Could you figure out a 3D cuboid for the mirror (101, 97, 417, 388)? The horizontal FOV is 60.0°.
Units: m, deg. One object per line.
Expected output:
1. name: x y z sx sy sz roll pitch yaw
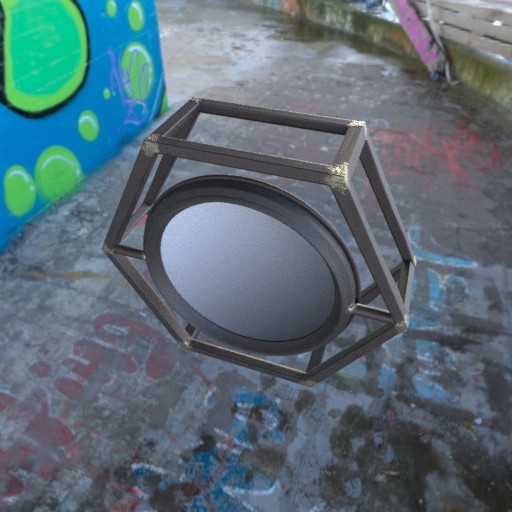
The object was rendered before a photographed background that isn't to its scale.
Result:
1. mirror: 0.000 0.000 0.555 0.380 0.334 0.119 13 44 14
